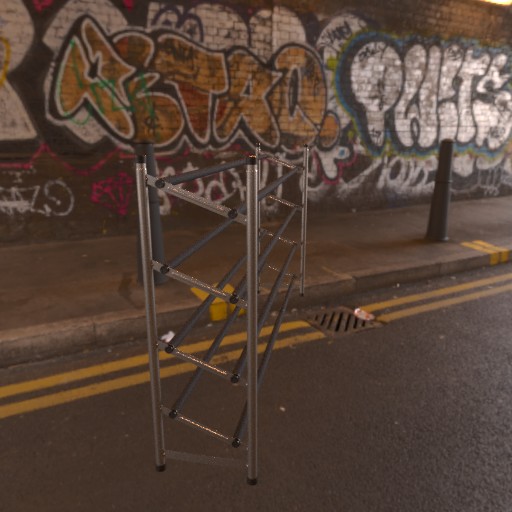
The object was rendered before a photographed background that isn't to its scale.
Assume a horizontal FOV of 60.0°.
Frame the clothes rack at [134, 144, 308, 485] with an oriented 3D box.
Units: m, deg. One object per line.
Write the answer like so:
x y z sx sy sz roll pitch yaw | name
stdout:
0.000 0.000 1.410 0.229 0.672 1.168 3 16 10 | clothes rack
